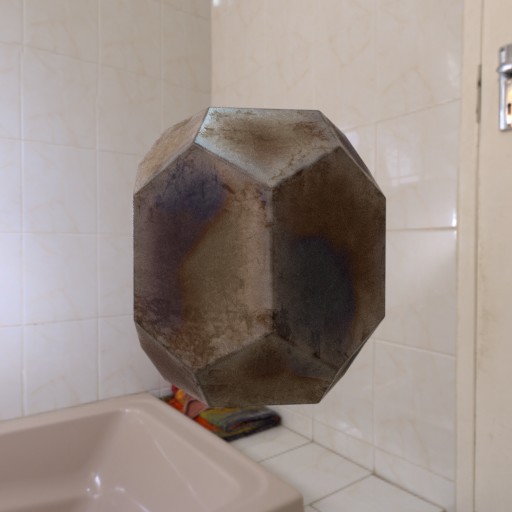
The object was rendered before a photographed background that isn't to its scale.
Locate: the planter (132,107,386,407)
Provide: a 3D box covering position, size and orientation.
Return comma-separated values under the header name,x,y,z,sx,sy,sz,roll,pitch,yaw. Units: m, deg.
name,x,y,z,sx,sy,sz,roll,pitch,yaw
planter,0.000,0.000,0.428,0.243,0.238,0.221,-1,2,-35
